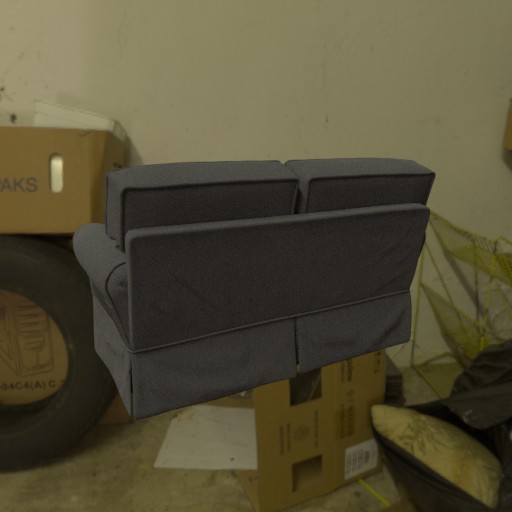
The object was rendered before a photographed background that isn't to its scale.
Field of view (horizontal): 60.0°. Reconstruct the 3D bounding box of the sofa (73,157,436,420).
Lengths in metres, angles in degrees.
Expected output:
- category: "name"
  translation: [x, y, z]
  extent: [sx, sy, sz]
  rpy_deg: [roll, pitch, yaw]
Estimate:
- category: "sofa"
  translation: [0.000, 0.000, 2.436]
  extent: [1.801, 1.059, 0.997]
  rpy_deg: [-8, 17, -27]
